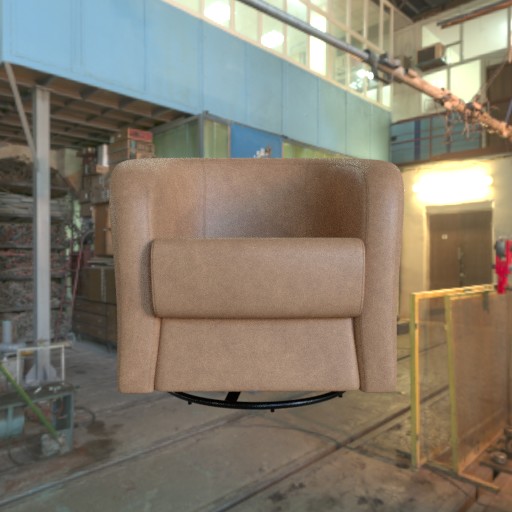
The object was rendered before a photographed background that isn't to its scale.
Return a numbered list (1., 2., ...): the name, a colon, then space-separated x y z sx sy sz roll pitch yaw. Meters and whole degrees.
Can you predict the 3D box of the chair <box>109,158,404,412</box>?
1. chair: 0.000 0.000 1.426 0.791 0.771 0.815 0 0 -1
